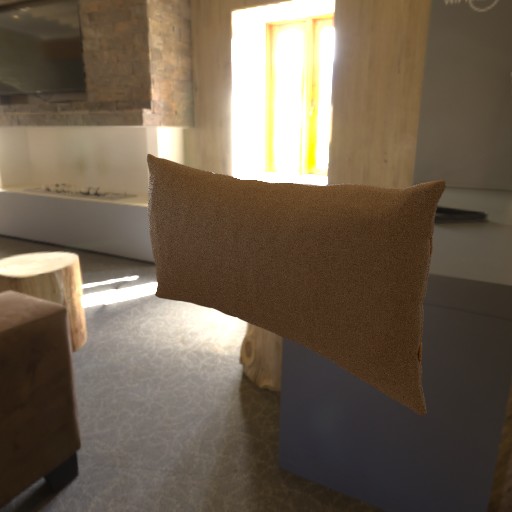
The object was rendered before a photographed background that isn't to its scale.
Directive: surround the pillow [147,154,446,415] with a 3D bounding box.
[{"bbox_3d":[0.000,0.000,0.736,0.612,0.308,0.148,15,22,42],"label":"pillow"}]
